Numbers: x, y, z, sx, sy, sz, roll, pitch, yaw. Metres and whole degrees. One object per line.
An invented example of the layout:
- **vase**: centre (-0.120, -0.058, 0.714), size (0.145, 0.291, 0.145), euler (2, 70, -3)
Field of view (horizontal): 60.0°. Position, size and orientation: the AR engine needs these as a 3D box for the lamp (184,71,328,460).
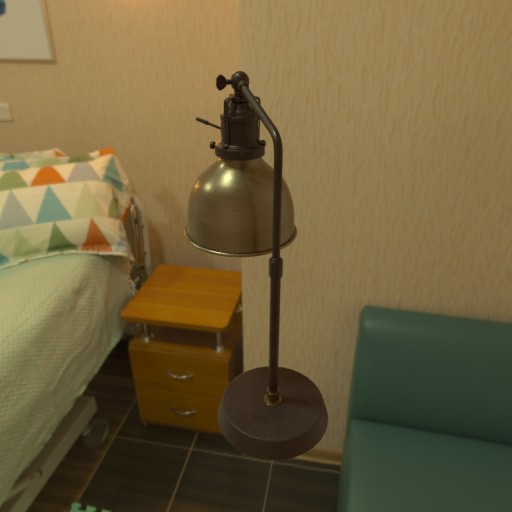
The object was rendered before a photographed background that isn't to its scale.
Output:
- **lamp**: centre (0.000, 0.000, 0.617), size (0.175, 0.469, 0.298), euler (-8, 28, -16)
